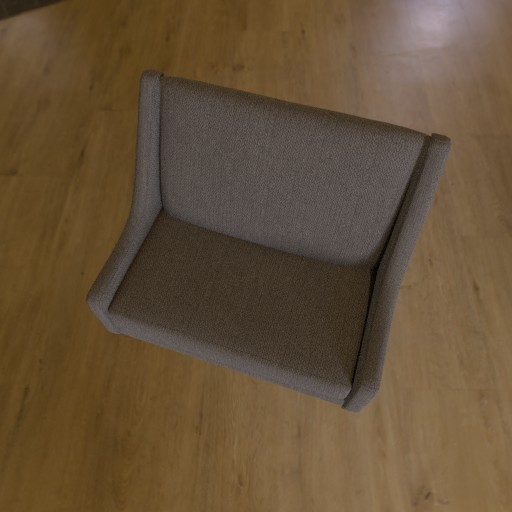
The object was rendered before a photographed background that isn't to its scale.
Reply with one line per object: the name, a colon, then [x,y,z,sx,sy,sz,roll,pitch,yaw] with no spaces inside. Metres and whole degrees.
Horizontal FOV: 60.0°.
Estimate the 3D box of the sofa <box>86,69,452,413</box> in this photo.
sofa: [0.000,0.000,1.911,1.242,1.022,0.873,16,61,9]
